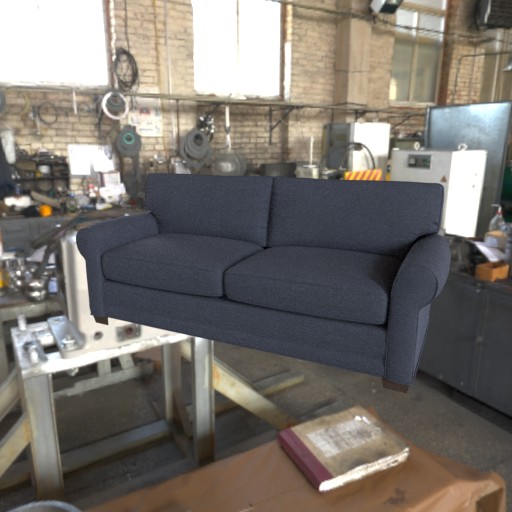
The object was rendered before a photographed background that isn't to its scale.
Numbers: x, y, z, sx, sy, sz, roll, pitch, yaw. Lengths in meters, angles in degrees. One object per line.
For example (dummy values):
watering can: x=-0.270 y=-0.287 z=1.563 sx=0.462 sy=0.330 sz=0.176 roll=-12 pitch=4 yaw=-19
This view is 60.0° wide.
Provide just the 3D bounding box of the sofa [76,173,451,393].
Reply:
sofa: x=0.000 y=0.000 z=2.981 sx=2.391 sy=1.026 sz=0.954 roll=7 pitch=16 yaw=25
